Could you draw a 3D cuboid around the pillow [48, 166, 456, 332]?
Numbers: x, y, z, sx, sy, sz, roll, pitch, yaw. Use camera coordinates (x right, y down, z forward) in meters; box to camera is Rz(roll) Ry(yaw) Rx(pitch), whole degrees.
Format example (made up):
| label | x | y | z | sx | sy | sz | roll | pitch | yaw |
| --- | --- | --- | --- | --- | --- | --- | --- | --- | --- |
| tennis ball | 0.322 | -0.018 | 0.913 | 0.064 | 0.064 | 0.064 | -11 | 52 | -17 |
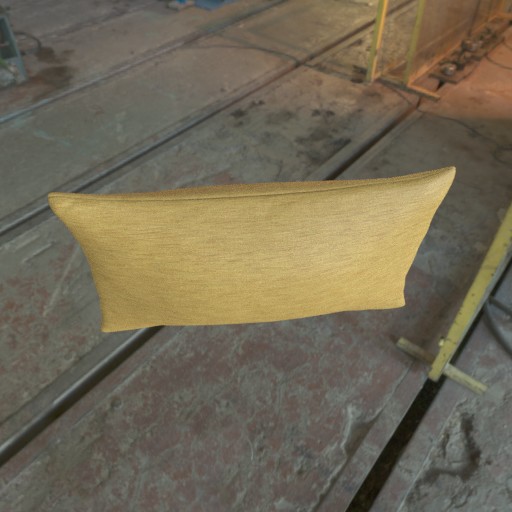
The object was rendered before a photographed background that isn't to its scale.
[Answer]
| label | x | y | z | sx | sy | sz | roll | pitch | yaw |
| --- | --- | --- | --- | --- | --- | --- | --- | --- | --- |
| pillow | 0.000 | 0.000 | 0.804 | 0.634 | 0.354 | 0.210 | -4 | 47 | -4 |
